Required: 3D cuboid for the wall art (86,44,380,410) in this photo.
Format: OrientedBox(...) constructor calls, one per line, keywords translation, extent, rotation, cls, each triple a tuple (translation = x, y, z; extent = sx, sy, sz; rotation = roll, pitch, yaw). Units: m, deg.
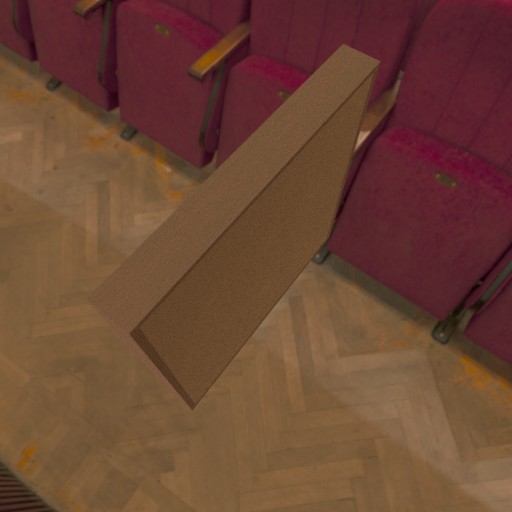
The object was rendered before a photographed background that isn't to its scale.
OrientedBox(translation=(0.000, 0.000, 0.465), extent=(0.038, 0.303, 0.304), rotation=(34, 67, 16), cls="wall art")
